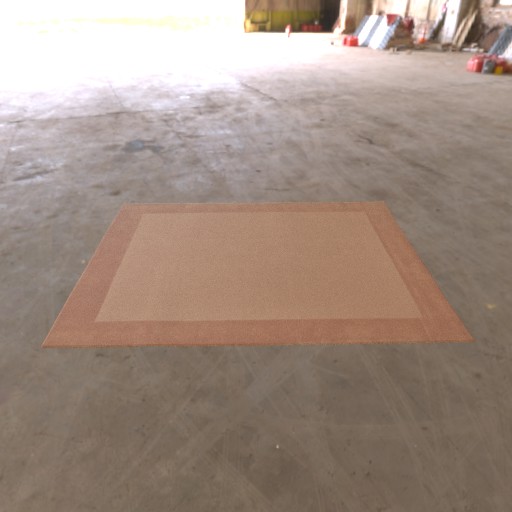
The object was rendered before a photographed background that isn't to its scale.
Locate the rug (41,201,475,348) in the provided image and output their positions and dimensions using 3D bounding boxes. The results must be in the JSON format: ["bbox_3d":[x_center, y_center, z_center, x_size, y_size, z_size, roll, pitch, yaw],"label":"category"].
[{"bbox_3d":[0.000,0.000,4.147,3.057,0.021,2.431,-1,31,-1],"label":"rug"}]
